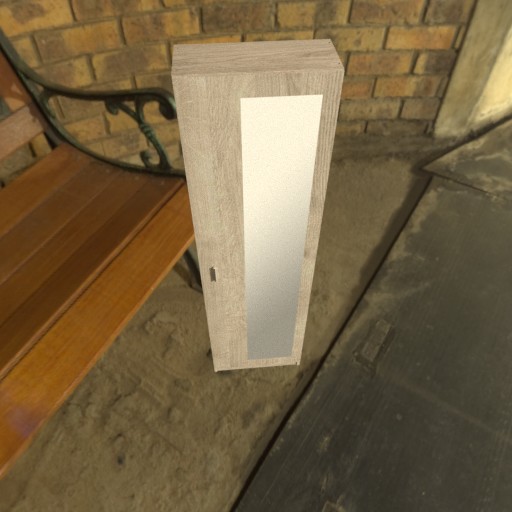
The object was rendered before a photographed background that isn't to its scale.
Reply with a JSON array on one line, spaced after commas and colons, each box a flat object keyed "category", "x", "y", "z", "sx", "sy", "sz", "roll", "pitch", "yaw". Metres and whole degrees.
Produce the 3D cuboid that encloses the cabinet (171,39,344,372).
[{"category": "cabinet", "x": 0.000, "y": 0.000, "z": 2.002, "sx": 0.500, "sy": 1.790, "sz": 0.230, "roll": -4, "pitch": 48, "yaw": -3}]
